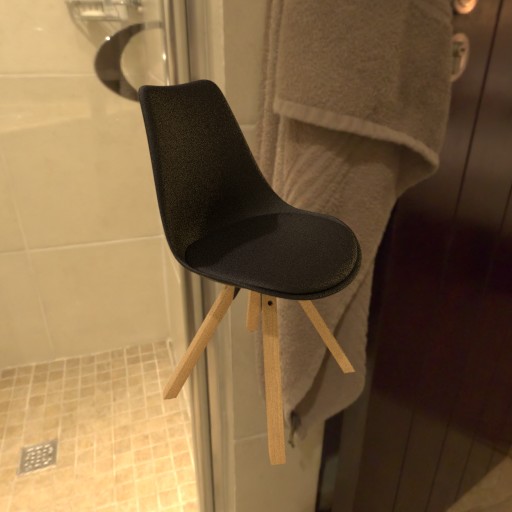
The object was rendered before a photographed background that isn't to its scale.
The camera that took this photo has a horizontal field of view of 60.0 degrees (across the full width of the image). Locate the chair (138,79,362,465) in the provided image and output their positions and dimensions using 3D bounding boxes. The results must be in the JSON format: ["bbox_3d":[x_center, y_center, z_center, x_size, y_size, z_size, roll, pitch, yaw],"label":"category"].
[{"bbox_3d":[0.000,0.000,1.192,0.549,0.850,0.485,17,31,31],"label":"chair"}]
